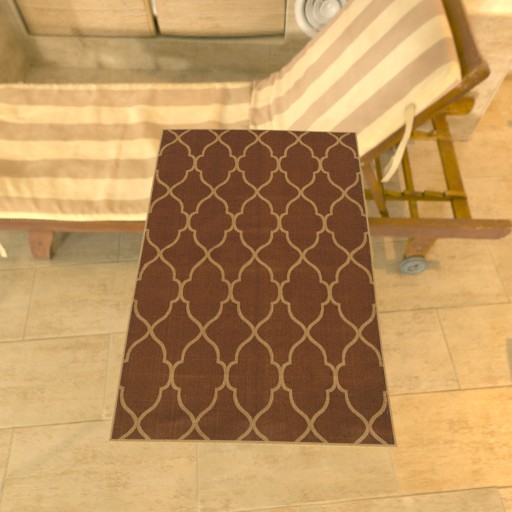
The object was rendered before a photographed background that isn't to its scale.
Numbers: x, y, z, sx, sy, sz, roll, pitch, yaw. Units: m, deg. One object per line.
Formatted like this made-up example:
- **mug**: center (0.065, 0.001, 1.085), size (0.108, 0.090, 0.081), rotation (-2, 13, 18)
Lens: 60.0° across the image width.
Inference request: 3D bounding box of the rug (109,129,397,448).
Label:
- **rug**: center (0.000, 0.000, 2.893), size (1.526, 0.014, 2.290), rotation (1, 60, 1)
